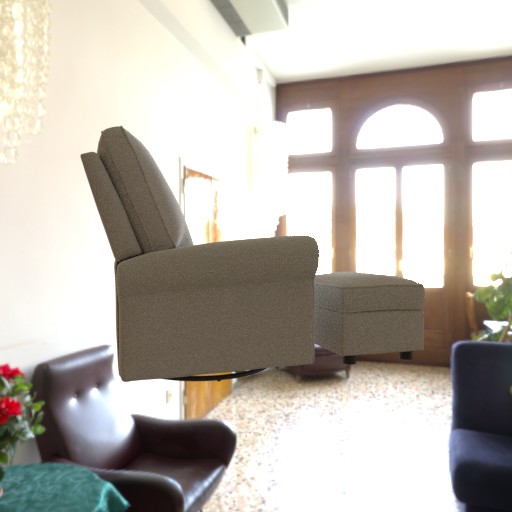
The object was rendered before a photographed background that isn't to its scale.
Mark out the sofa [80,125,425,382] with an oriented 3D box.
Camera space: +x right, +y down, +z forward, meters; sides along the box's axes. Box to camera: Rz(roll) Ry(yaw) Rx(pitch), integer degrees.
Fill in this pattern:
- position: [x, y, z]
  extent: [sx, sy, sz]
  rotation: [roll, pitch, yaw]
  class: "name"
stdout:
- position: [0.000, 0.000, 2.058]
  extent: [1.478, 0.959, 0.880]
  rotation: [0, 0, -18]
  class: "sofa"
